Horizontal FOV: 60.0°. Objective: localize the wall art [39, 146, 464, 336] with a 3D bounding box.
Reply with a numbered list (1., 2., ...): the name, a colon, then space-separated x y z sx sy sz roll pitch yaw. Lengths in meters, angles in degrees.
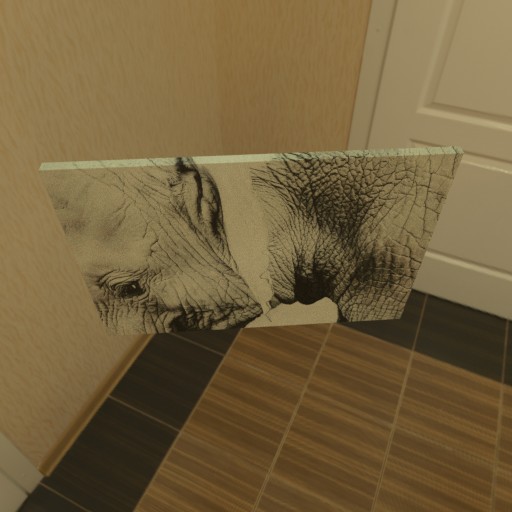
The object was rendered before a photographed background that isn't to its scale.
1. wall art: 0.000 0.000 1.467 1.141 0.758 0.035 -3 46 -3
